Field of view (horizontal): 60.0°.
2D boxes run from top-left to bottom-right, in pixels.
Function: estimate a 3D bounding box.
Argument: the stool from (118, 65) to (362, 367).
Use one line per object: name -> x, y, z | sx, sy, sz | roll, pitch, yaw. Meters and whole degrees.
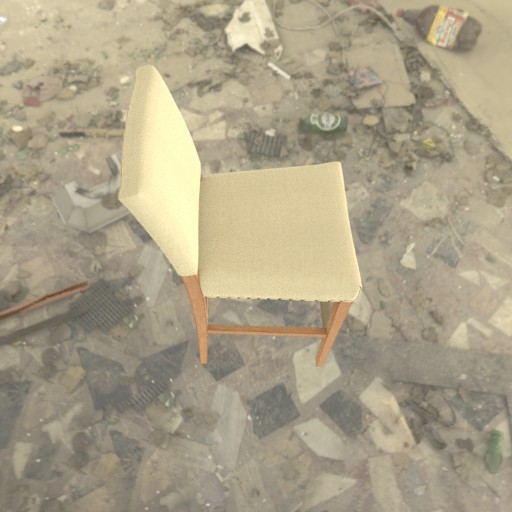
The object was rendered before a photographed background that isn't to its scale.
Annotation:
stool -> 0.000, 0.000, 1.408 | 0.546, 1.143, 0.428 | -2, 61, -1
